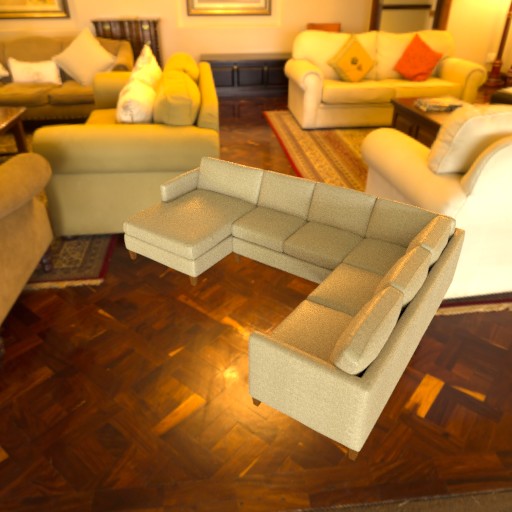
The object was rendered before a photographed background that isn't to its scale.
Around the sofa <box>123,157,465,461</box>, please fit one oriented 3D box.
[{"bbox_3d":[0.000,0.000,4.556,3.460,0.961,2.594,20,37,29],"label":"sofa"}]
